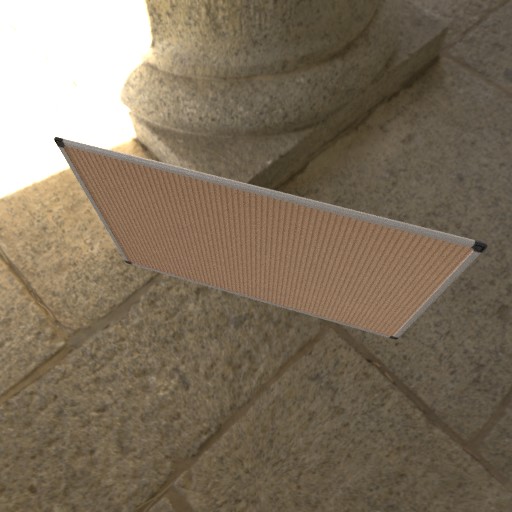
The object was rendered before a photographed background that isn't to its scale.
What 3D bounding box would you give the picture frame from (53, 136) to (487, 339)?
[{"bbox_3d":[0.000,0.000,1.145,0.900,0.600,0.010,15,64,8],"label":"picture frame"}]
